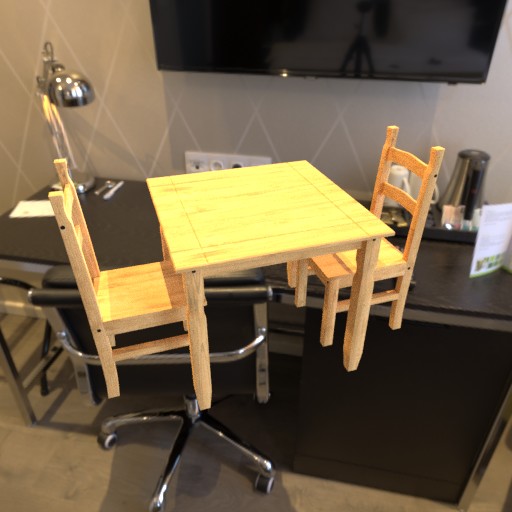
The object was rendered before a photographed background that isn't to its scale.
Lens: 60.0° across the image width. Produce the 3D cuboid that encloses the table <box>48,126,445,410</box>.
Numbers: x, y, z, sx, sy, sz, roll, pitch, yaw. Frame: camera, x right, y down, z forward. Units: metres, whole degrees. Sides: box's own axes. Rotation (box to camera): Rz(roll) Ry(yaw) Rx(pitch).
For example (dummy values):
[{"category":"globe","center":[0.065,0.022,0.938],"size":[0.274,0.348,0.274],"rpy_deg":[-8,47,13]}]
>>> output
[{"category":"table","center":[0.000,0.000,1.993],"size":[1.501,0.942,0.813],"rpy_deg":[-10,33,-16]}]
